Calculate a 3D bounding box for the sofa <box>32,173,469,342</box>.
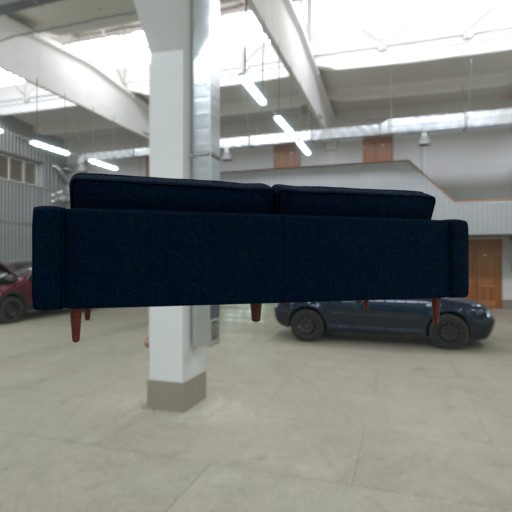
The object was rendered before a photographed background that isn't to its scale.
[{"bbox_3d":[0.000,0.000,2.564,2.210,0.762,0.914,0,-1,-17],"label":"sofa"}]
